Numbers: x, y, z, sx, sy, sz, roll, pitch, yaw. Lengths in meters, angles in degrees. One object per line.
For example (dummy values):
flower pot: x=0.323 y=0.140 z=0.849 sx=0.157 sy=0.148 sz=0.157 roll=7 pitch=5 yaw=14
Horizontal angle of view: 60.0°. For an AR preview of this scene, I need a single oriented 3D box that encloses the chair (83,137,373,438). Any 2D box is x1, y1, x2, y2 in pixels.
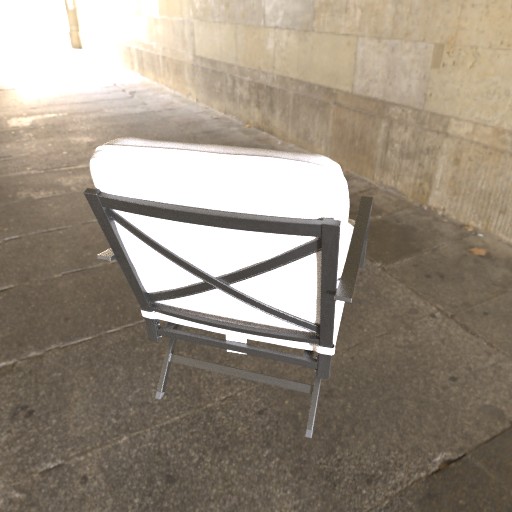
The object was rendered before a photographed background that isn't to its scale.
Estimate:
chair: x=0.000 y=0.000 z=1.405 sx=0.650 sy=0.860 sz=0.787 roll=9 pitch=31 yaw=15
